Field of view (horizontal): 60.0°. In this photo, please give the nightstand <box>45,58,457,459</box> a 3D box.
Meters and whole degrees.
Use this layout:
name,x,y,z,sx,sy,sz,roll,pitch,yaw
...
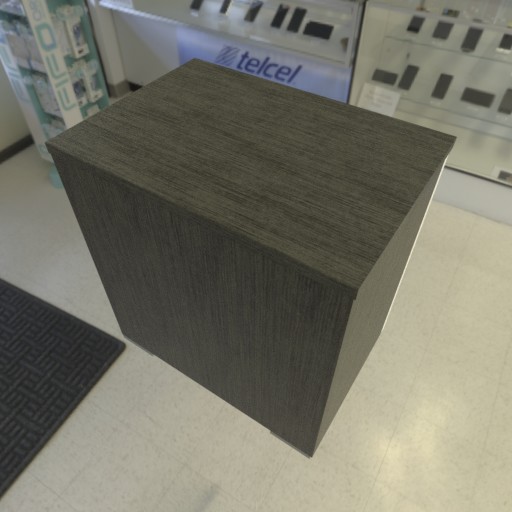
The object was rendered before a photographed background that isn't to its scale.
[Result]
name,x,y,z,sx,sy,sz,roll,pitch,yaw
nightstand,0.000,0.000,0.751,0.441,0.460,0.325,26,52,22
